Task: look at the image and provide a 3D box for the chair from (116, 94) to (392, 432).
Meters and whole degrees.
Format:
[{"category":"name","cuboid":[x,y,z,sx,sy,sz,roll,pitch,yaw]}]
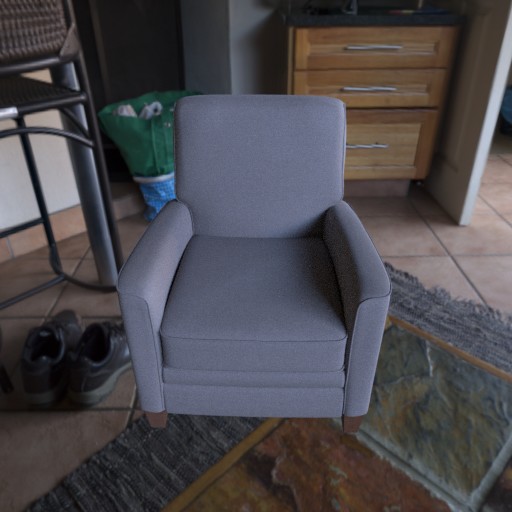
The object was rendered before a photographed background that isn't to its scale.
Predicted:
[{"category":"chair","cuboid":[0.000,0.000,1.669,0.845,1.023,0.859,1,31,1]}]
